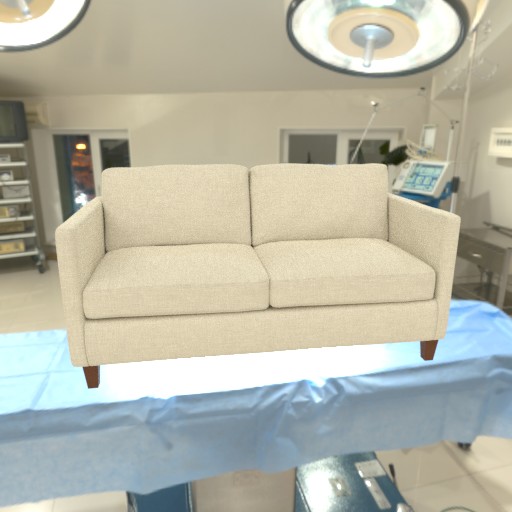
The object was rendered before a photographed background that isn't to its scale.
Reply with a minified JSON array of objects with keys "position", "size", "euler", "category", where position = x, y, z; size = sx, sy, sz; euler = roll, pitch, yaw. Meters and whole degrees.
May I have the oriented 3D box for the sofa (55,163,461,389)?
[{"position":[0.000,0.000,2.450],"size":[1.838,0.963,0.950],"euler":[-2,16,-8],"category":"sofa"}]
